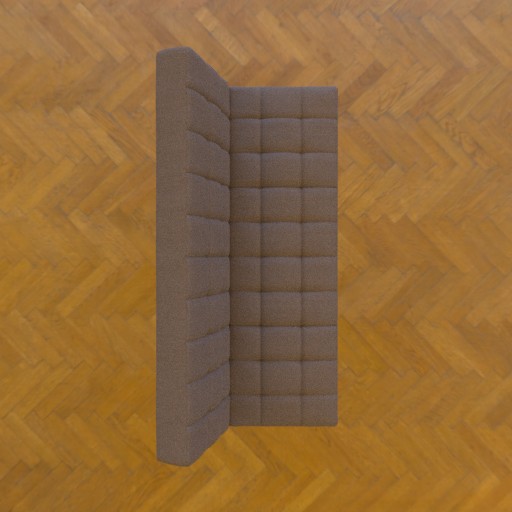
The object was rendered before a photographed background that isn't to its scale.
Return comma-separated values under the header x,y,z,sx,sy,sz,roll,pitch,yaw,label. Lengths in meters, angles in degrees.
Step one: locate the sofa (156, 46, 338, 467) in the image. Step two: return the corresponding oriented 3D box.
x,y,z,sx,sy,sz,roll,pitch,yaw,label
0.000,0.000,2.257,0.860,0.810,1.800,0,90,0,sofa
